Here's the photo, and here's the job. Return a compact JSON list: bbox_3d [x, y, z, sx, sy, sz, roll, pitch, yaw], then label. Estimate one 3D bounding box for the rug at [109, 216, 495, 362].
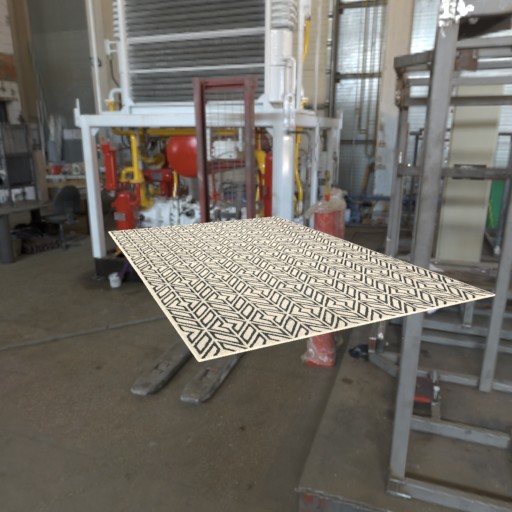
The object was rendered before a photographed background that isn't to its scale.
[{"bbox_3d":[0.000,0.000,2.286,1.220,0.007,1.828,-7,17,-24],"label":"rug"}]
